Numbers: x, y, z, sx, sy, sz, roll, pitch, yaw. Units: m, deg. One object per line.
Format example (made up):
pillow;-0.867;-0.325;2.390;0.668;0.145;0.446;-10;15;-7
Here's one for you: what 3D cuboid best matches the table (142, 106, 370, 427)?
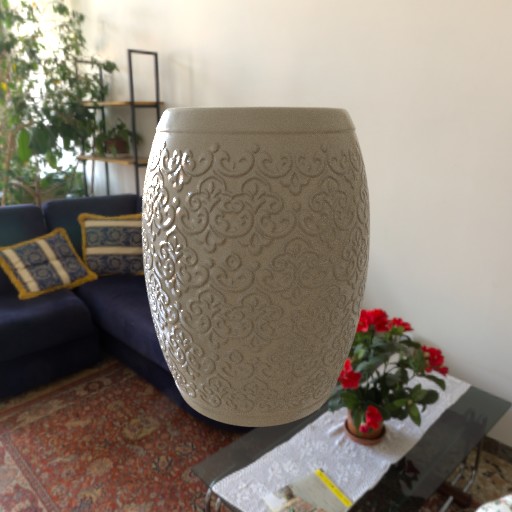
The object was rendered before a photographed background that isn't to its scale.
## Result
table;0.000;0.000;0.627;0.309;0.397;0.309;0;17;0
